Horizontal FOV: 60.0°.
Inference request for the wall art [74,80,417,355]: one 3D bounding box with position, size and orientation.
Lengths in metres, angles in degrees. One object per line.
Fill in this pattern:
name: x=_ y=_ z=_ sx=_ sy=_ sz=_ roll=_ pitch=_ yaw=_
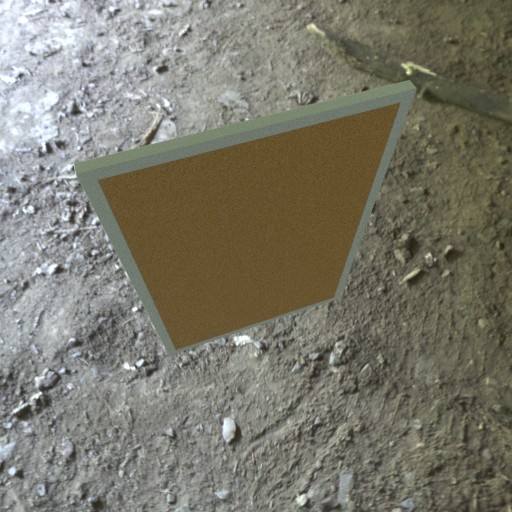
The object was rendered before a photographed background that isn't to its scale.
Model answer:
wall art: x=0.000 y=0.000 z=0.561 sx=0.303 sy=0.433 sz=0.013 roll=-17 pitch=60 yaw=-10
